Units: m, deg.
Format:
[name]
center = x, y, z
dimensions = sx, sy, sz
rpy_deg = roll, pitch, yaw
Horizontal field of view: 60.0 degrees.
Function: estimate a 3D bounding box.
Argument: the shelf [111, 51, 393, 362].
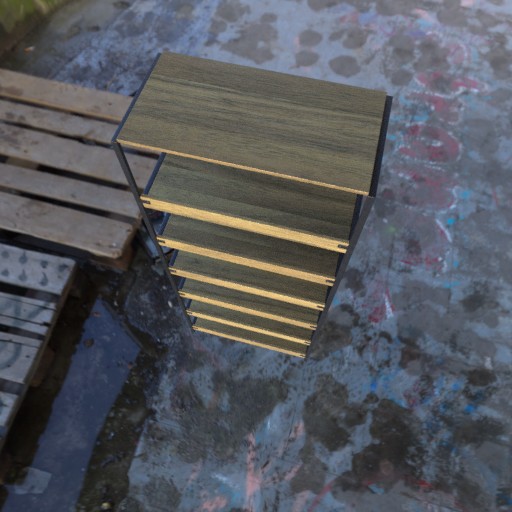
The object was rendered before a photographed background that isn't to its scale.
[shelf]
center = 0.000, 0.000, 2.341
dimensions = 0.847, 2.015, 0.431
rpy_deg = 13, 64, 7
